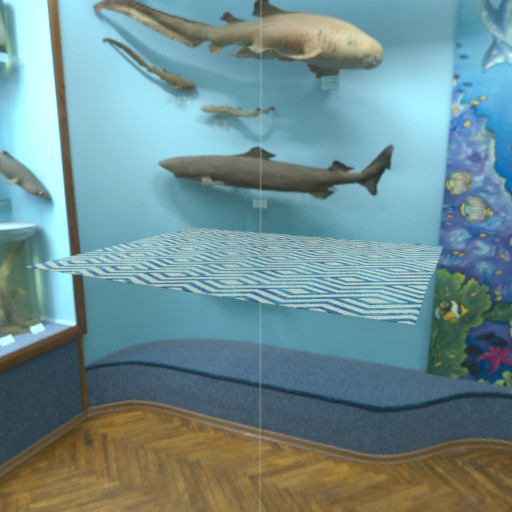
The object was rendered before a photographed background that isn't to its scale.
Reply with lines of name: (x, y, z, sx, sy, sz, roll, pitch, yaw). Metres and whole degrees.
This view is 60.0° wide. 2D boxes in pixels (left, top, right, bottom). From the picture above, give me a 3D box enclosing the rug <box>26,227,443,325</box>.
rug: (0.000, 0.000, 4.093, 3.059, 0.008, 2.453, 6, 13, 25)
